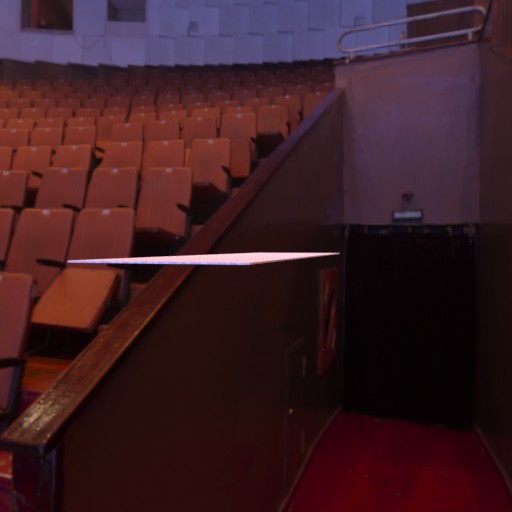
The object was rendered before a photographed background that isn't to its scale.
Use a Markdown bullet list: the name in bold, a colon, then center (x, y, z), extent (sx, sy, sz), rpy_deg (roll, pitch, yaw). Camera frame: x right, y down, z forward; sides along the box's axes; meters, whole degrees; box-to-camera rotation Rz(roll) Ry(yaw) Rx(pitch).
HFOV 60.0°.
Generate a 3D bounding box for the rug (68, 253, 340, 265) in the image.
- **rug**: center (0.000, 0.000, 2.526), extent (0.676, 0.008, 2.277), rpy_deg (0, 1, 18)
